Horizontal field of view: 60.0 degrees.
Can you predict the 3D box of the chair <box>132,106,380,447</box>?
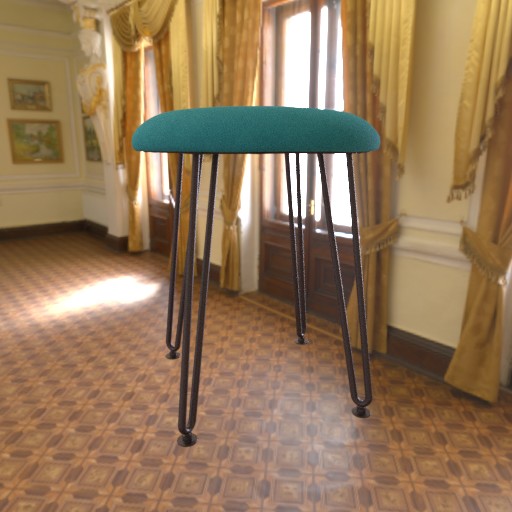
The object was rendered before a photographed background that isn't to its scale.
[{"bbox_3d":[0.000,0.000,0.688,0.350,0.430,0.350,-7,15,-26],"label":"chair"}]
